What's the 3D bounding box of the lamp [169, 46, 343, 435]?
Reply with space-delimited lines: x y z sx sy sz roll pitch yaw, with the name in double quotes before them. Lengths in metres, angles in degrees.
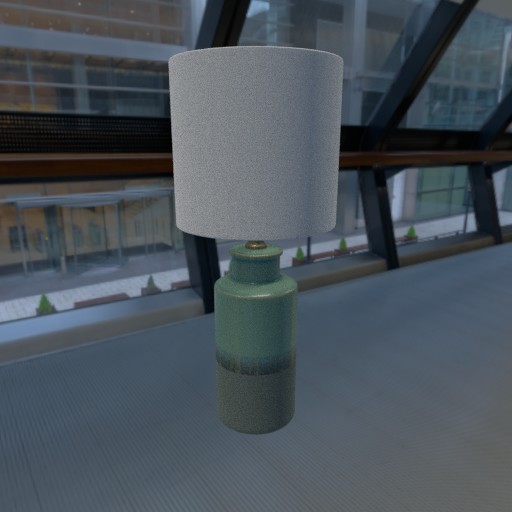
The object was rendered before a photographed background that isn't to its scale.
"lamp" 0.000 0.000 0.610 0.212 0.493 0.212 2 15 9
